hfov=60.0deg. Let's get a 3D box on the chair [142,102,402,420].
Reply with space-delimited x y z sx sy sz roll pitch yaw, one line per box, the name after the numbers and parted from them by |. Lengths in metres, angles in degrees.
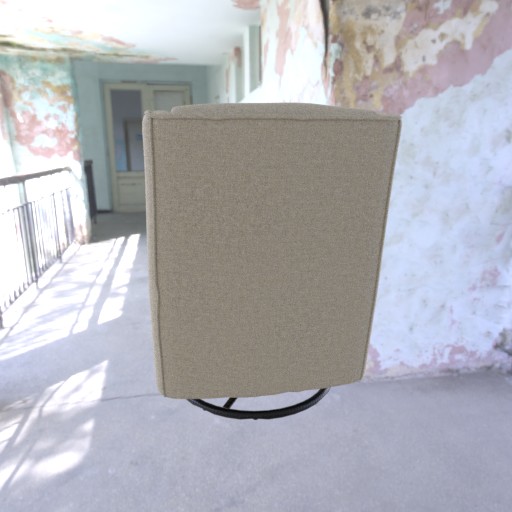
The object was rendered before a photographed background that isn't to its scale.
0.000 0.000 1.597 0.732 0.993 0.879 -2 15 -9 | chair
